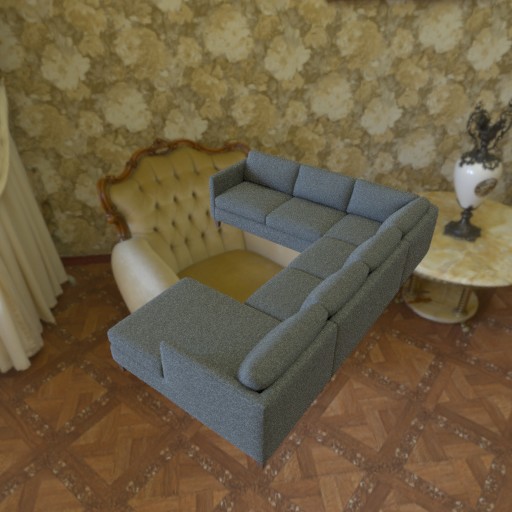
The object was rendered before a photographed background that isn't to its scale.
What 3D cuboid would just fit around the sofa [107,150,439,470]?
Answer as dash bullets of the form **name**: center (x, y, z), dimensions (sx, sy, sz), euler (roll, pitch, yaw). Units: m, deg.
- **sofa**: center (0.000, 0.000, 4.431), dimensions (2.551, 0.853, 3.238), euler (23, 40, 30)
